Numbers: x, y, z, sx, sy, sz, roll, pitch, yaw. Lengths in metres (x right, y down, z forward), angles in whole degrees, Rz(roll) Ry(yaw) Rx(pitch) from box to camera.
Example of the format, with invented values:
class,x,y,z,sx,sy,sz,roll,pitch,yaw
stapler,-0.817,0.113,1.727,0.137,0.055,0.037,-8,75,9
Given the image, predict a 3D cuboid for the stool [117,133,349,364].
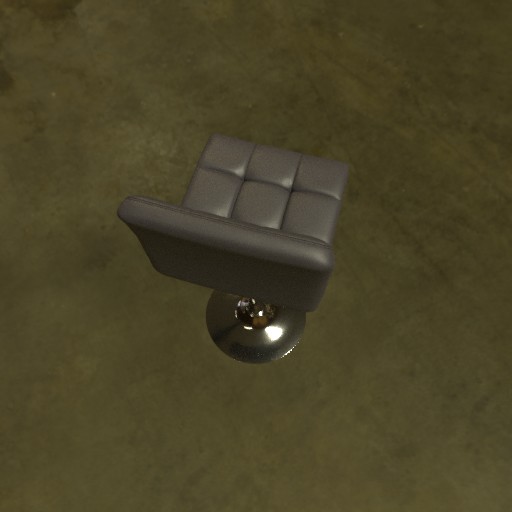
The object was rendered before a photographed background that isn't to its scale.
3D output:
class,x,y,z,sx,sy,sz,roll,pitch,yaw
stool,0.000,0.000,1.384,0.430,1.115,0.505,14,65,7
